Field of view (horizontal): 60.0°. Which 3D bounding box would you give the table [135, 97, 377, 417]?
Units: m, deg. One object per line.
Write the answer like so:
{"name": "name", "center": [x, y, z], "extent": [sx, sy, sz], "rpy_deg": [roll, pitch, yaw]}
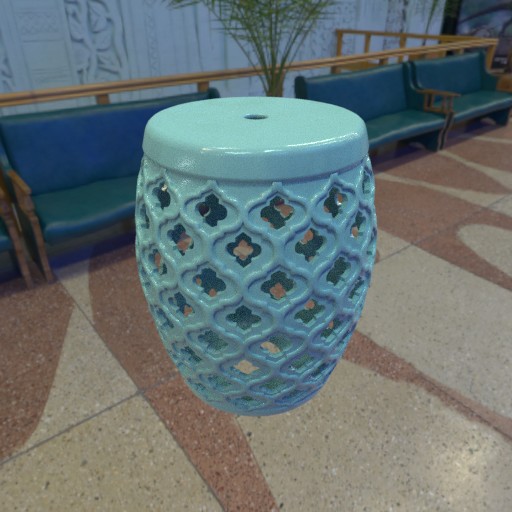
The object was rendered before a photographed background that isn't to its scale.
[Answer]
{"name": "table", "center": [0.000, 0.000, 0.630], "extent": [0.325, 0.388, 0.325], "rpy_deg": [0, 30, 0]}
